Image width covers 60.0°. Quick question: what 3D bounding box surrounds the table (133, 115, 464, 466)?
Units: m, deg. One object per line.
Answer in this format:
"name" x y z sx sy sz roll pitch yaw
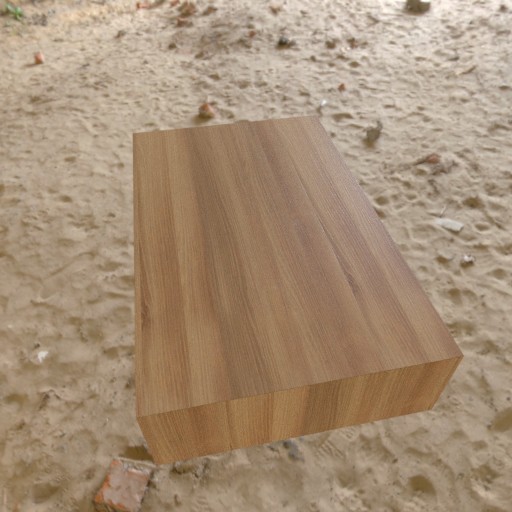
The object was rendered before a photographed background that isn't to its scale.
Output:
"table" 0.000 0.000 1.410 0.700 0.330 1.100 -8 46 -8
